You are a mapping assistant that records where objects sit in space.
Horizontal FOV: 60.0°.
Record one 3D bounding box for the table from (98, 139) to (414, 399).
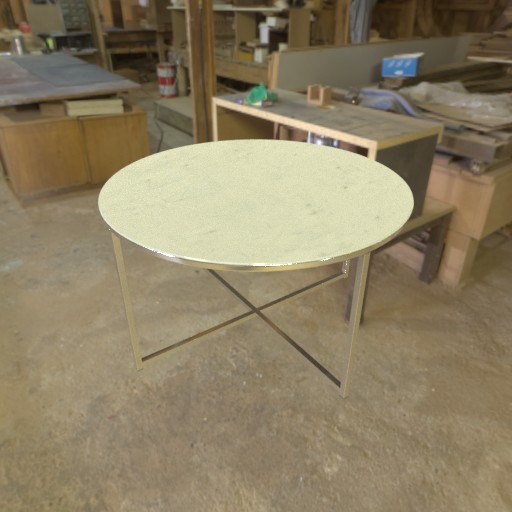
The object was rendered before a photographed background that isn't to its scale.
[{"bbox_3d":[0.000,0.000,1.291,0.800,0.450,0.800,0,31,0],"label":"table"}]
